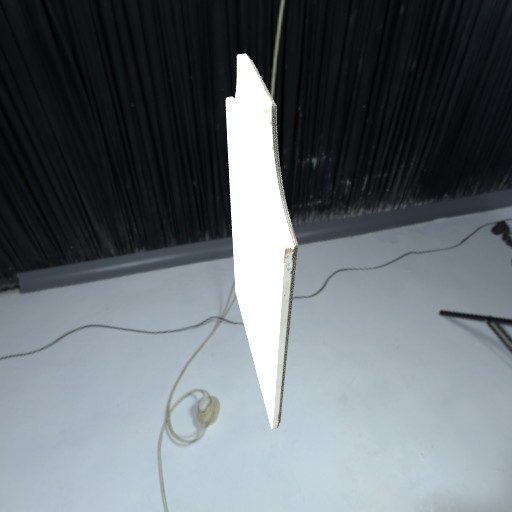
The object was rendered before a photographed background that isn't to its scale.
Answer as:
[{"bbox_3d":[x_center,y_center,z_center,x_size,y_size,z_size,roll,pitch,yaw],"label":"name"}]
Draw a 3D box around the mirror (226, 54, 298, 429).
[{"bbox_3d":[0.000,0.000,0.865,0.022,0.717,0.403,-10,48,-9],"label":"mirror"}]
